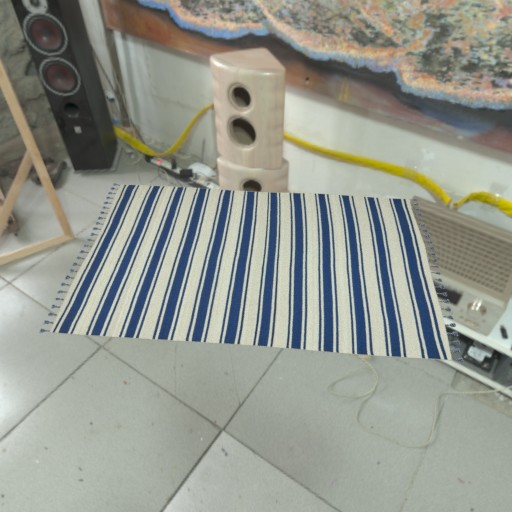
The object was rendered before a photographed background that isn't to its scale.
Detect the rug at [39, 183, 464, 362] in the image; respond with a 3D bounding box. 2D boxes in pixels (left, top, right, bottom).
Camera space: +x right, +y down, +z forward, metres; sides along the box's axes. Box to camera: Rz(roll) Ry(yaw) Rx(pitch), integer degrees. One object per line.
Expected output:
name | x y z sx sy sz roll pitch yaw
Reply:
rug | 0.000 0.000 2.594 2.108 0.009 1.248 3 46 3
